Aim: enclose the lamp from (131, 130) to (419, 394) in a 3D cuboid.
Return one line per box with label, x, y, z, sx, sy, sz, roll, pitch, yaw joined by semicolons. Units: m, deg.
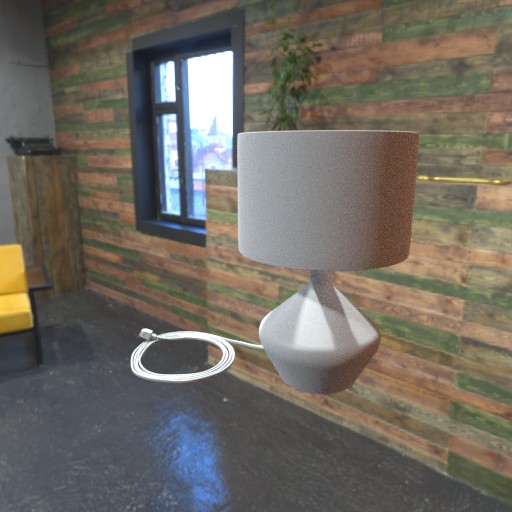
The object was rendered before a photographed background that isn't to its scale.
lamp;0.000;0.000;0.866;0.546;0.457;0.401;13;18;42
